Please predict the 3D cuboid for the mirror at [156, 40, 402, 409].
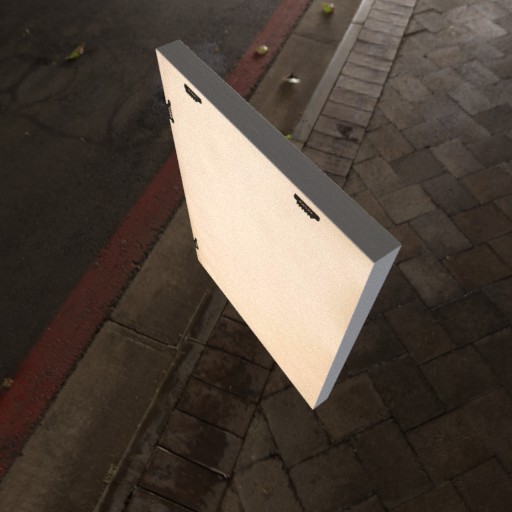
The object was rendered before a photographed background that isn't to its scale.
[{"bbox_3d":[0.000,0.000,0.703,0.041,0.508,0.405,-31,62,-19],"label":"mirror"}]
